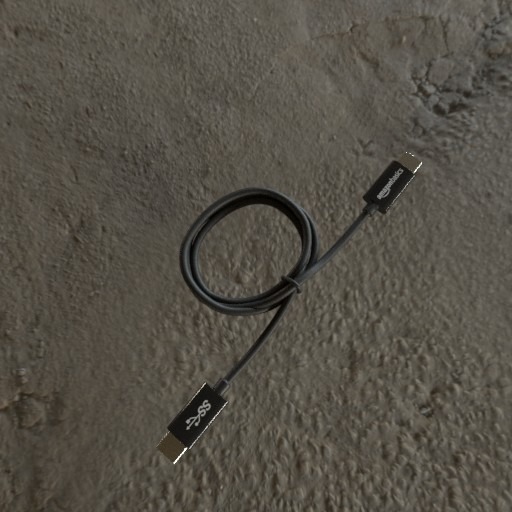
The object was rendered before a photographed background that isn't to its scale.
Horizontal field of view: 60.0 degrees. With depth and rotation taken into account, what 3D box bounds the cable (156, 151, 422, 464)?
[{"bbox_3d":[0.000,0.000,0.211,0.070,0.014,0.186,39,78,9],"label":"cable"}]
